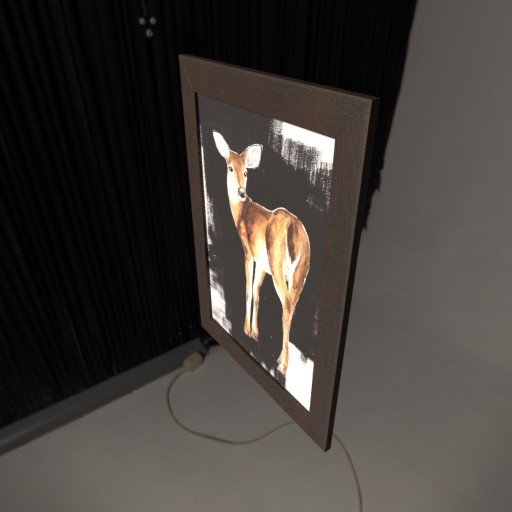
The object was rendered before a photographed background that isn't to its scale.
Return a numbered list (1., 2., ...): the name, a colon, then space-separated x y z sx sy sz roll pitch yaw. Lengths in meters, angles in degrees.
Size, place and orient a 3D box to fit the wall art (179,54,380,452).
1. wall art: 0.000 0.000 0.652 0.013 0.508 0.359 -21 38 -31
